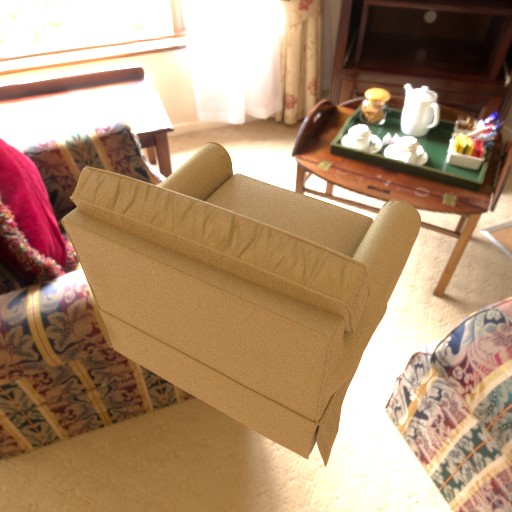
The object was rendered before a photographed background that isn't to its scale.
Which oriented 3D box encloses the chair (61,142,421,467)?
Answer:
[{"bbox_3d":[0.000,0.000,1.784,1.096,0.937,0.903,22,49,21],"label":"chair"}]
